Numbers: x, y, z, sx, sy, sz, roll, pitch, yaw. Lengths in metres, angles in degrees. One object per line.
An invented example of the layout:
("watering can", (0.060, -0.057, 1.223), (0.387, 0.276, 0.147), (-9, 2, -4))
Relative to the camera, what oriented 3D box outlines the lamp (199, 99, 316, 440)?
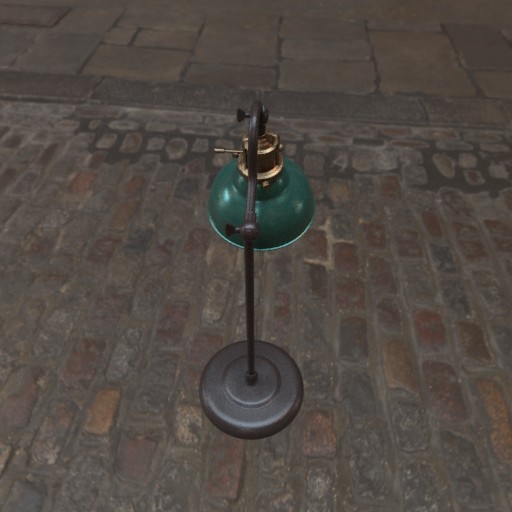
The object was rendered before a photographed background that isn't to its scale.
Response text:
("lamp", (0.000, 0.000, 0.694), (0.192, 0.508, 0.374), (4, 46, 4))
